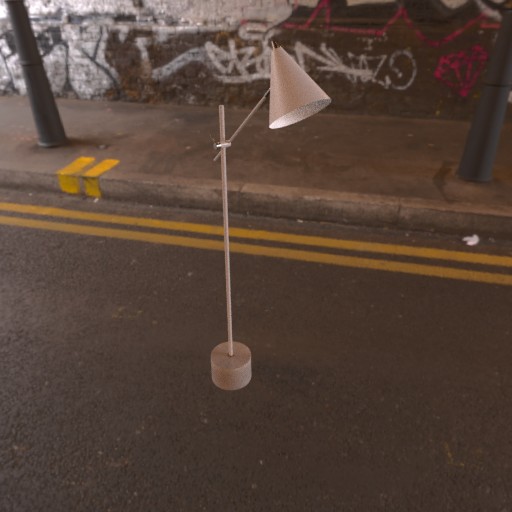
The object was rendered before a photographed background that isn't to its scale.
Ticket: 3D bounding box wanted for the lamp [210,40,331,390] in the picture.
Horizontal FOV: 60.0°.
[{"bbox_3d":[0.000,0.000,1.622,0.223,1.430,0.508,-22,36,-32],"label":"lamp"}]
